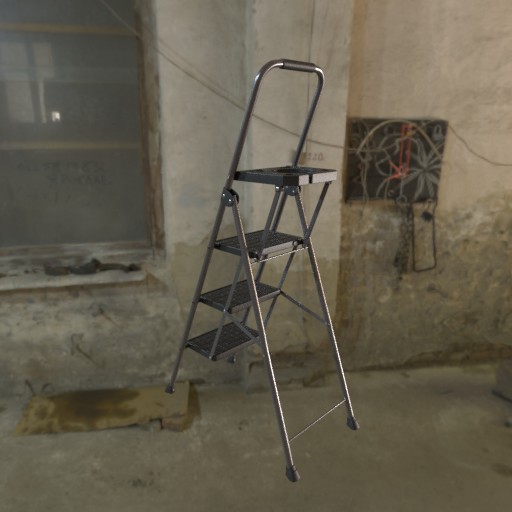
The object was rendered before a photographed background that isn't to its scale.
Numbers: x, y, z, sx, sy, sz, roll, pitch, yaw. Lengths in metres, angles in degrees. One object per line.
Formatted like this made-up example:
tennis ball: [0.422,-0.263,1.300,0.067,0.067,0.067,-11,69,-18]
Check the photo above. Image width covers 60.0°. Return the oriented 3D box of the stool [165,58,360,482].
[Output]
stool: [0.000,0.000,1.610,0.733,1.277,0.396,16,23,42]
